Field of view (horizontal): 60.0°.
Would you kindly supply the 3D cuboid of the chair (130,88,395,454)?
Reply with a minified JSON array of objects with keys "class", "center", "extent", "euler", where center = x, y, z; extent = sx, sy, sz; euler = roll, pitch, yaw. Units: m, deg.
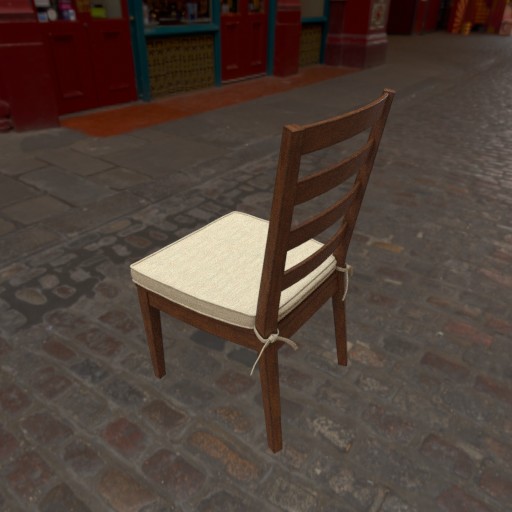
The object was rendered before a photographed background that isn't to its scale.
[{"class":"chair","center":[0.000,0.000,1.384],"extent":[0.595,0.979,0.593],"euler":[21,36,31]}]
